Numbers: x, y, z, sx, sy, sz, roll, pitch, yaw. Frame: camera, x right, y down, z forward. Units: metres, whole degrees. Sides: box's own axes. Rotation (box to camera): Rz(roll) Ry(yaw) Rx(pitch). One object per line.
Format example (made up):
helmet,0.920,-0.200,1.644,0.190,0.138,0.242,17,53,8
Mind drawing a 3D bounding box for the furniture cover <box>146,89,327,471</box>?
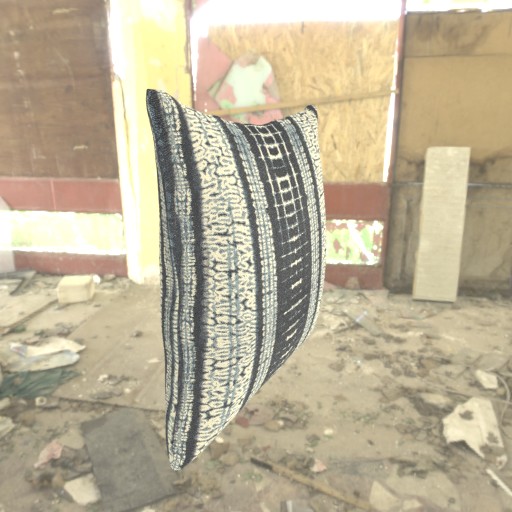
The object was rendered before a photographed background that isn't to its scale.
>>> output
furniture cover,0.000,0.000,0.650,0.133,0.435,0.425,9,18,27
